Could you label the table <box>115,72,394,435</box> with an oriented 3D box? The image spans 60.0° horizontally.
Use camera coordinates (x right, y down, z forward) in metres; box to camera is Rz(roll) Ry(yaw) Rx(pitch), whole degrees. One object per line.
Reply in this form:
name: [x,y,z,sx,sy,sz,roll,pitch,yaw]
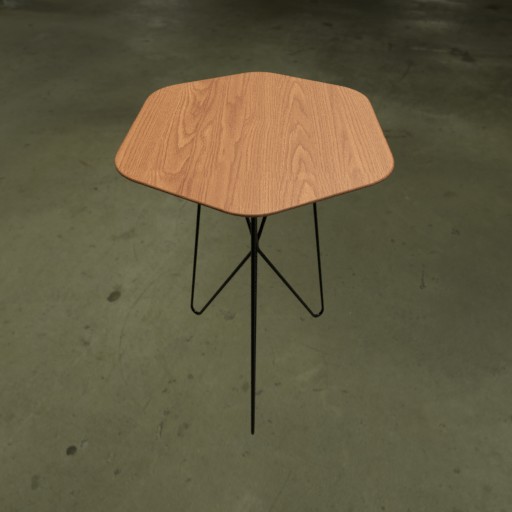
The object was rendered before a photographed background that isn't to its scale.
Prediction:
table: [0.000,0.000,0.898,0.400,0.562,0.500,1,41,1]
